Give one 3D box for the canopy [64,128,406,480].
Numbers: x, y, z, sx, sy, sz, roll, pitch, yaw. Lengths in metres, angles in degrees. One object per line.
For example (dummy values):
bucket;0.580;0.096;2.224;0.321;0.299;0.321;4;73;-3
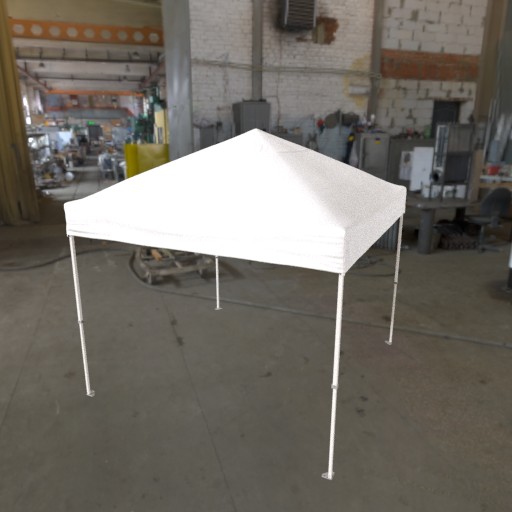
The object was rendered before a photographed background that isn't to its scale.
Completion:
canopy;0.000;0.000;5.423;2.998;2.997;2.996;8;18;25
